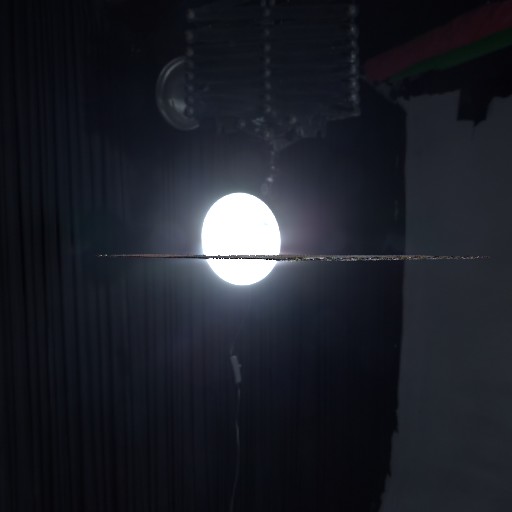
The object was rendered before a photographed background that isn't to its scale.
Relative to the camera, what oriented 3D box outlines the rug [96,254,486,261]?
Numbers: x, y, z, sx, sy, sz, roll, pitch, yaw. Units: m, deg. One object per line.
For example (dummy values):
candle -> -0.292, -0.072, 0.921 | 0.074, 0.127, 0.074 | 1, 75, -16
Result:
rug -> 0.000, 0.000, 2.252 | 1.084, 0.013, 1.849 | 0, 1, -36
